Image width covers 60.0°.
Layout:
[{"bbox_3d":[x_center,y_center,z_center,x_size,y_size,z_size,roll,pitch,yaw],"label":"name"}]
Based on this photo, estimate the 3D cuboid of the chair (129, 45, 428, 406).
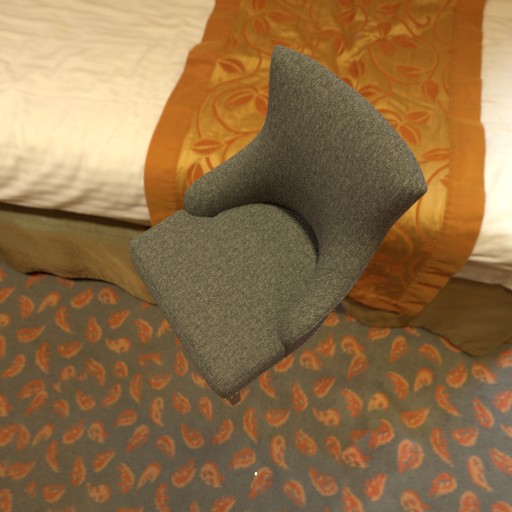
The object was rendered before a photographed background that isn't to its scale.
[{"bbox_3d":[0.000,0.000,1.309,0.629,0.909,0.566,-32,68,-15],"label":"chair"}]
